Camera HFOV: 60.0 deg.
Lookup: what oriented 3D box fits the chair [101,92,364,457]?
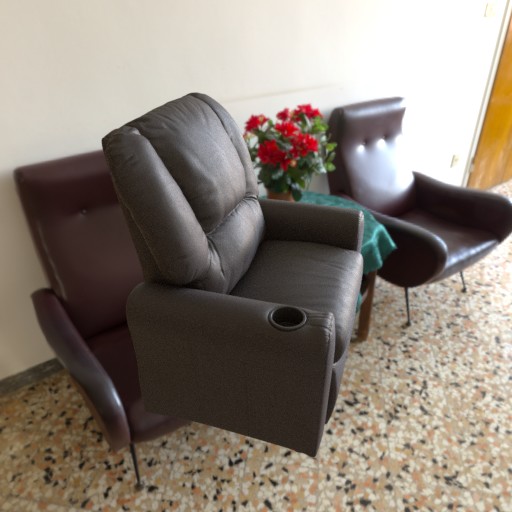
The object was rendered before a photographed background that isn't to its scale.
[{"bbox_3d":[0.000,0.000,1.112,0.521,0.709,0.610,9,32,15],"label":"chair"}]
